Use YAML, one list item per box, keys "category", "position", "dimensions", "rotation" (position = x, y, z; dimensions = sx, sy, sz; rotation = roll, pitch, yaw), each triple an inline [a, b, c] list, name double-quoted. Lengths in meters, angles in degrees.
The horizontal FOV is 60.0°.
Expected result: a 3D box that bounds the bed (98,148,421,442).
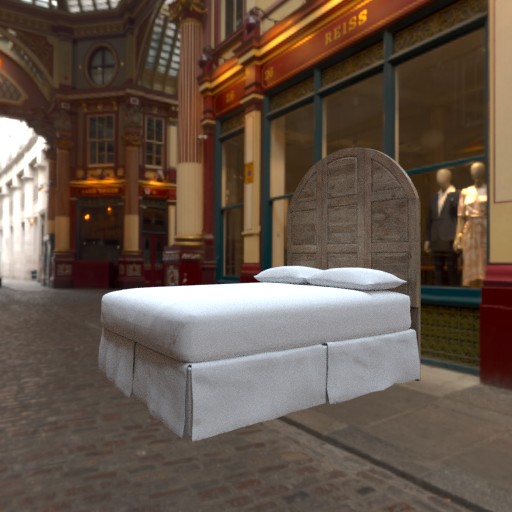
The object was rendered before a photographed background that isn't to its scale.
- category: "bed"
  position: [0.000, 0.000, 3.593]
  dimensions: [2.112, 2.002, 1.713]
  rotation: [0, 0, -35]
